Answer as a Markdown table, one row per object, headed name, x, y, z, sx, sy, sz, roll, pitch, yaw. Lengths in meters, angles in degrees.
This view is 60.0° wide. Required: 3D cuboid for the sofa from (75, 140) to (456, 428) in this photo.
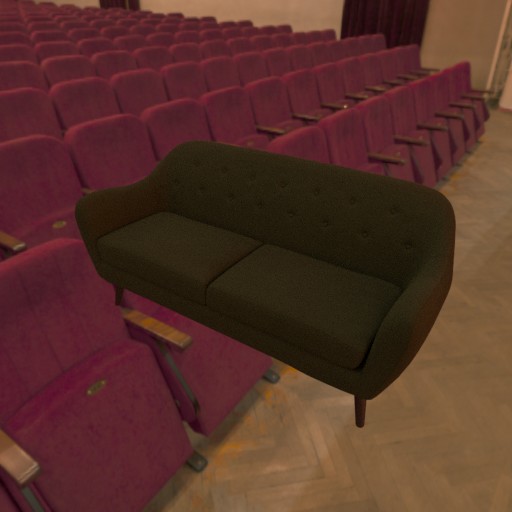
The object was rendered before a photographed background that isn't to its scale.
| name | x | y | z | sx | sy | sz | roll | pitch | yaw |
| --- | --- | --- | --- | --- | --- | --- | --- | --- | --- |
| sofa | 0.000 | 0.000 | 2.265 | 1.840 | 0.836 | 0.820 | 19 | 35 | 29 |
